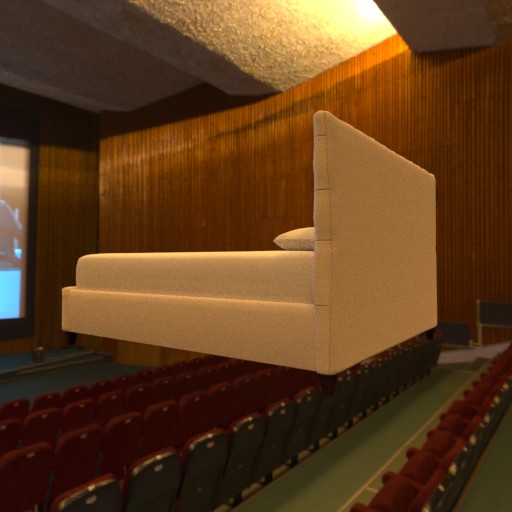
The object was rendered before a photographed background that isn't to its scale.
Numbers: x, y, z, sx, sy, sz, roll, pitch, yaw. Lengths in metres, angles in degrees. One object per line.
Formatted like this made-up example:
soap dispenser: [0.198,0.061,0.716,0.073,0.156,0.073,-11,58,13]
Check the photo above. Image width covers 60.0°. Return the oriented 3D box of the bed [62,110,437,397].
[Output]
bed: [0.000,0.000,3.686,2.387,1.427,2.078,0,-1,36]
